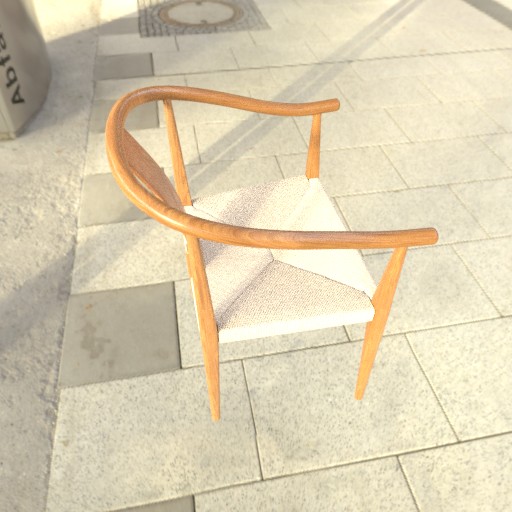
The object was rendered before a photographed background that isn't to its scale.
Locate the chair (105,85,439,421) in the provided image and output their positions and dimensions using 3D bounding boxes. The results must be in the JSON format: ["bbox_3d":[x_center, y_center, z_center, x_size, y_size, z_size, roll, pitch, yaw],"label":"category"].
[{"bbox_3d":[0.000,0.000,1.154,0.579,0.800,0.556,-9,47,-9],"label":"chair"}]
